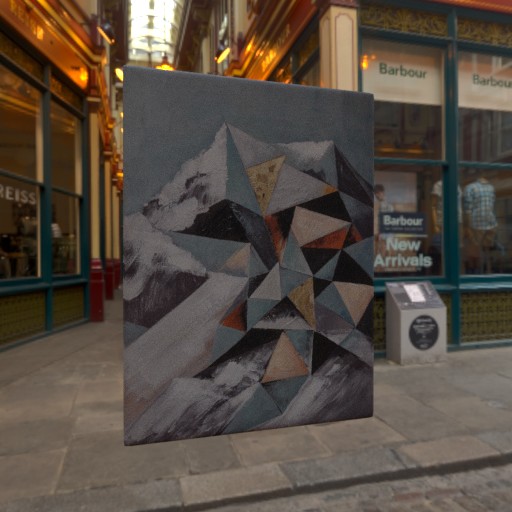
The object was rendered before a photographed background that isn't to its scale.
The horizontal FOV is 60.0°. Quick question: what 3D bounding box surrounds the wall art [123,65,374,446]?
[{"bbox_3d":[0.000,0.000,0.792,0.455,0.613,0.037,0,0,-16],"label":"wall art"}]
